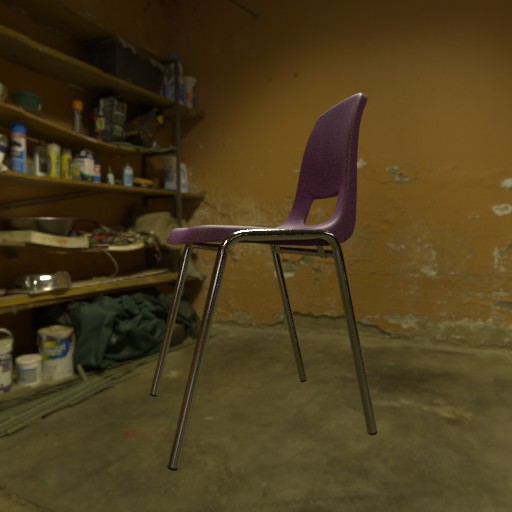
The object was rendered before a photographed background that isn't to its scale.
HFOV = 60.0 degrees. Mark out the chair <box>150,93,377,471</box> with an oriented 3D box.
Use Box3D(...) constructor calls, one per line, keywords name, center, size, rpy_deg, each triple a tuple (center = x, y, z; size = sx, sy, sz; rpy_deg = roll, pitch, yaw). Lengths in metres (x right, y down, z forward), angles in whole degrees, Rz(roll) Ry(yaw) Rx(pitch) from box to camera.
Box3D(name="chair", center=(0.000, 0.000, 0.970), size=(0.432, 0.704, 0.381), rpy_deg=(-1, 3, -18))
